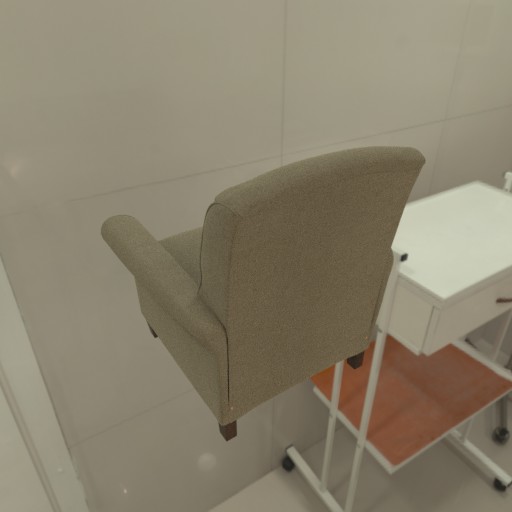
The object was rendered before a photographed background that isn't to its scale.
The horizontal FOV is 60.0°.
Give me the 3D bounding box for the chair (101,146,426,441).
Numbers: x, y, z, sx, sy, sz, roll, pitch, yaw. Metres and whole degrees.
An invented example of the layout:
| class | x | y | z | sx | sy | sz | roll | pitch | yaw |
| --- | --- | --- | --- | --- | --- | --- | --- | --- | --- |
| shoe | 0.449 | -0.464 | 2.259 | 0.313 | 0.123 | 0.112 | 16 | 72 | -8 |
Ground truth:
| class | x | y | z | sx | sy | sz | roll | pitch | yaw |
| --- | --- | --- | --- | --- | --- | --- | --- | --- | --- |
| chair | 0.000 | 0.000 | 1.799 | 0.978 | 1.061 | 0.905 | -19 | 36 | -28 |
